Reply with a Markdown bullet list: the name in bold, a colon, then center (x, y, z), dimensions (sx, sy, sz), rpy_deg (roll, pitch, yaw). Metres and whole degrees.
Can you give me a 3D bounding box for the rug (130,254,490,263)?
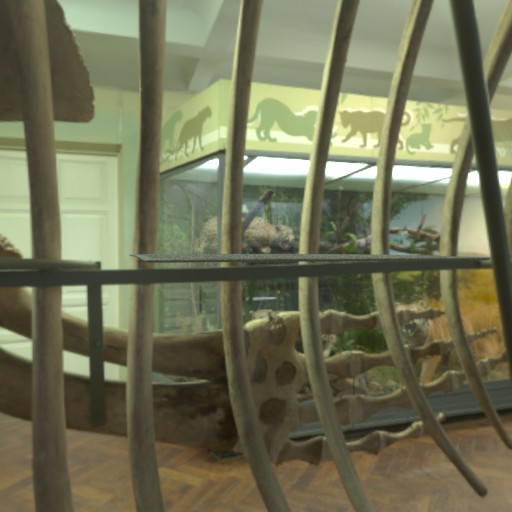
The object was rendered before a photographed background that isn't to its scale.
- **rug**: center (0.000, 0.000, 2.300), dimensions (1.224, 0.016, 1.830), rpy_deg (0, 1, -17)
